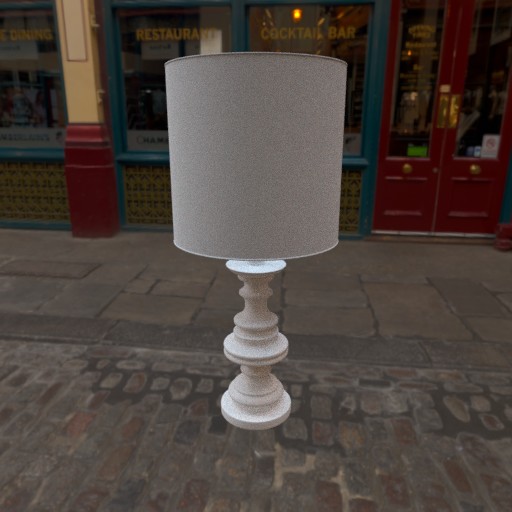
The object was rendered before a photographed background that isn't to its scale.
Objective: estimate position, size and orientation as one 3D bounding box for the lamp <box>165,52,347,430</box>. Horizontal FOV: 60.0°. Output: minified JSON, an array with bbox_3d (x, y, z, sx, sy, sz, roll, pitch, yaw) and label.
[{"bbox_3d":[0.000,0.000,0.577,0.208,0.455,0.208,2,16,6],"label":"lamp"}]
